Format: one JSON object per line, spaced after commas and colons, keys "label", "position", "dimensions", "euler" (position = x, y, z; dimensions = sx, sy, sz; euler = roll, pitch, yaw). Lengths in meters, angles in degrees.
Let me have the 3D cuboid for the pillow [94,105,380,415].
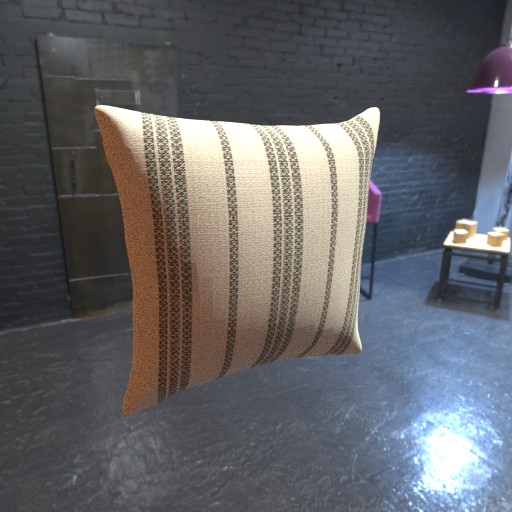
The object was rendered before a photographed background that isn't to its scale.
{"label": "pillow", "position": [0.000, 0.000, 0.634], "dimensions": [0.405, 0.406, 0.173], "euler": [-8, 19, -24]}
